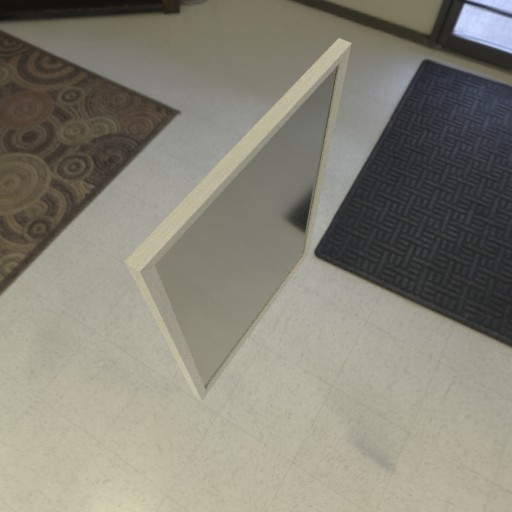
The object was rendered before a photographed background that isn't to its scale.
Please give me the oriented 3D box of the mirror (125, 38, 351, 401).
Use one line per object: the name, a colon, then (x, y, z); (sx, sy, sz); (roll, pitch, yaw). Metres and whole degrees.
mirror: (0.000, 0.000, 1.363); (0.040, 1.016, 0.762); (31, 64, 17)
